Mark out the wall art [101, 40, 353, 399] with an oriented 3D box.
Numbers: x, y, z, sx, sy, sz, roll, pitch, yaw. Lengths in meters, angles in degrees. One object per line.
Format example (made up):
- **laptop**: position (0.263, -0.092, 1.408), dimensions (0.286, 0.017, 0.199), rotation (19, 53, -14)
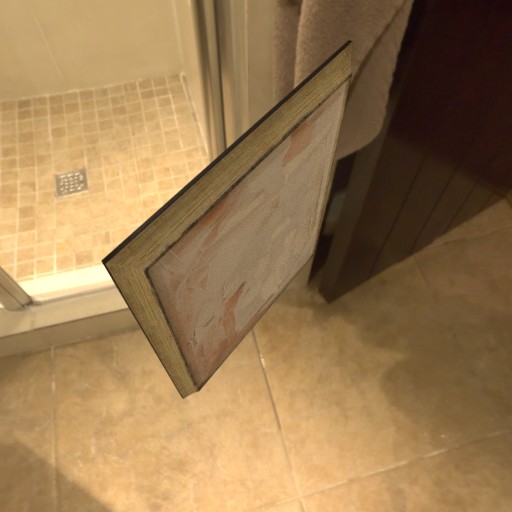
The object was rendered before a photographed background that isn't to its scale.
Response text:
- **wall art**: position (0.000, 0.000, 0.631), dimensions (0.023, 0.457, 0.381), rotation (34, 65, 19)
